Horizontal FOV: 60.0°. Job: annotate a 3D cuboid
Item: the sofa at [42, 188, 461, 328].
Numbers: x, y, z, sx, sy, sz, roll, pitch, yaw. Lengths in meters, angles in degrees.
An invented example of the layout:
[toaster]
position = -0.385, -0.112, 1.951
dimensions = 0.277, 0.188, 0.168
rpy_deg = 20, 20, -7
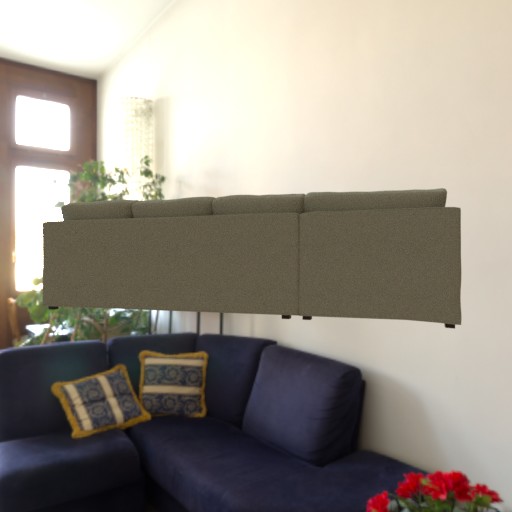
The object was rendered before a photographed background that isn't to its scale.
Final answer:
[sofa]
position = 0.000, 0.000, 3.951
dimensions = 3.205, 0.922, 1.650
rpy_deg = 0, -1, 17
